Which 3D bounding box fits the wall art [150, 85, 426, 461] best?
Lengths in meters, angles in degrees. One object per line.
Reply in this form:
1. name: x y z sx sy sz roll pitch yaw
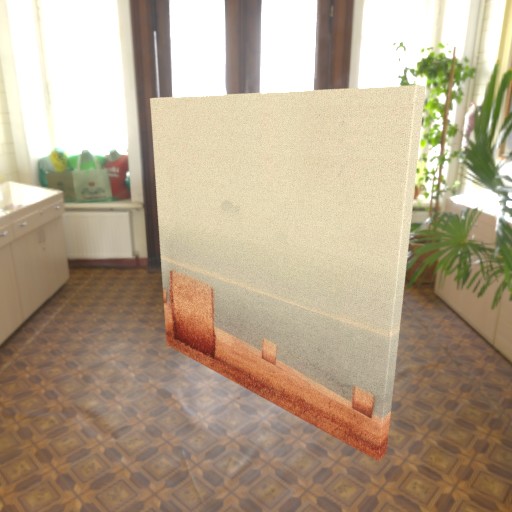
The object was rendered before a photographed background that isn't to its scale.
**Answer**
1. wall art: 0.000 0.000 0.588 0.405 0.405 0.023 15 23 40
